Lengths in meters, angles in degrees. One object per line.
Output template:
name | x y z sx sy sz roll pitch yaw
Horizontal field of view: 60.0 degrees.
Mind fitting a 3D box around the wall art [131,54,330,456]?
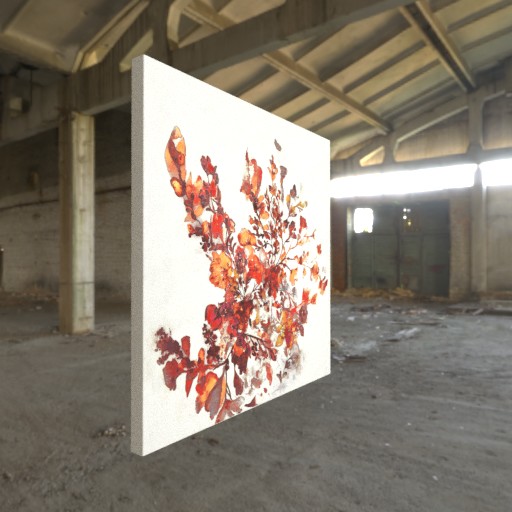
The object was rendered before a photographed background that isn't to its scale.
wall art | 0.000 0.000 1.146 0.037 0.757 0.757 0 -1 37
